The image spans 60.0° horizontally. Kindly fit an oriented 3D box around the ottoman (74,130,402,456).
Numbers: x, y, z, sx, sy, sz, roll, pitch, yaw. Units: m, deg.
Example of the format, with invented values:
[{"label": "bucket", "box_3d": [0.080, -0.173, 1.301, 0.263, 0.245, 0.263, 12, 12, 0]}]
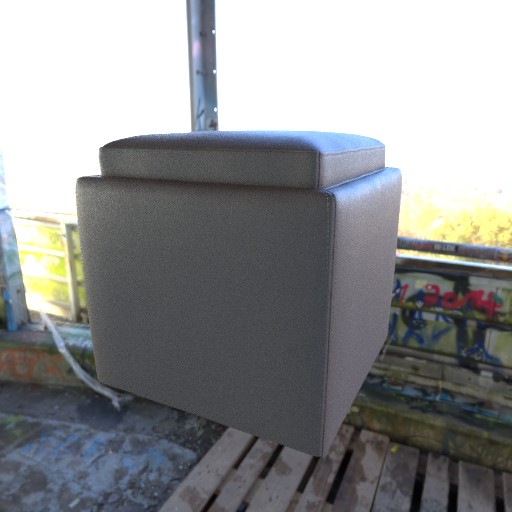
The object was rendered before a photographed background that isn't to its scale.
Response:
[{"label": "ottoman", "box_3d": [0.000, 0.000, 0.840, 0.450, 0.460, 0.451, 8, 18, 26]}]
